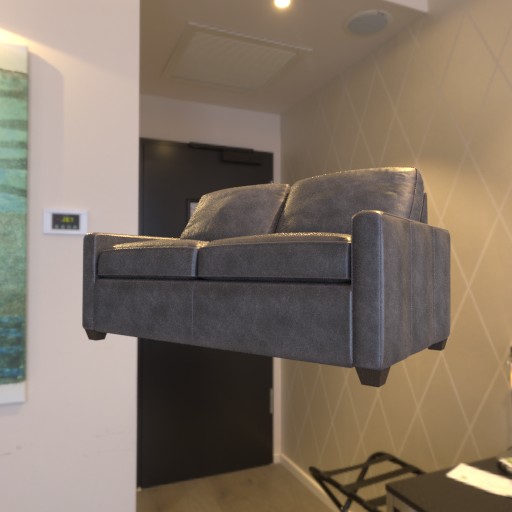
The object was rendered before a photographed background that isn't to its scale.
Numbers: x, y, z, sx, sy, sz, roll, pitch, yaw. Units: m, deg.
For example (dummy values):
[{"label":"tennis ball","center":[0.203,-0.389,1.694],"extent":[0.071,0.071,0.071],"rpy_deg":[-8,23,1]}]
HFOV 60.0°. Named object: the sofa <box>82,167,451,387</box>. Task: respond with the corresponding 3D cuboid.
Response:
[{"label":"sofa","center":[0.000,0.000,2.320],"extent":[1.732,0.916,0.939],"rpy_deg":[-1,-2,36]}]
